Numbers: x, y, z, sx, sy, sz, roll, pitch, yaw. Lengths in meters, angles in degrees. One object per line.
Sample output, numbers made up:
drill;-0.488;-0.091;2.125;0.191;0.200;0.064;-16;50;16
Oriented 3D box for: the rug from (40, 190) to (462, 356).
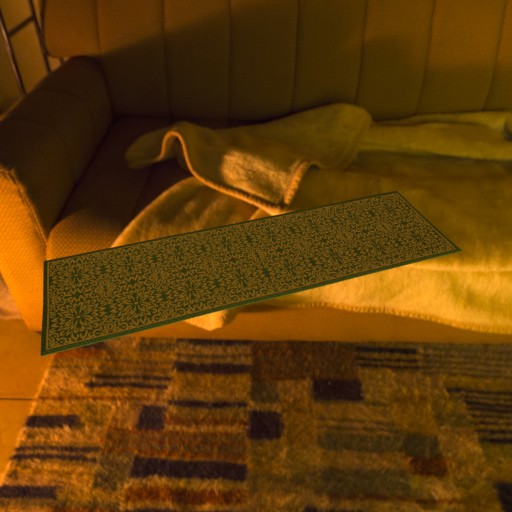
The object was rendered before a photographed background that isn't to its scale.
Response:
rug;0.000;0.000;2.424;2.196;0.011;0.662;-13;42;-14
